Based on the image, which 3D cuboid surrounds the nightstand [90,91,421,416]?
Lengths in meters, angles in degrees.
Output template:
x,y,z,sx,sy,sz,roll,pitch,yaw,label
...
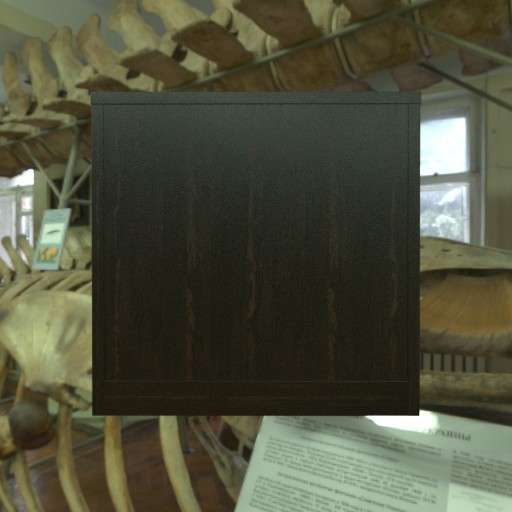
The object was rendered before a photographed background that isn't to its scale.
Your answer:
x,y,z,sx,sy,sz,roll,pitch,yaw,label
0.000,0.000,0.867,0.489,0.487,0.427,0,0,0,nightstand
